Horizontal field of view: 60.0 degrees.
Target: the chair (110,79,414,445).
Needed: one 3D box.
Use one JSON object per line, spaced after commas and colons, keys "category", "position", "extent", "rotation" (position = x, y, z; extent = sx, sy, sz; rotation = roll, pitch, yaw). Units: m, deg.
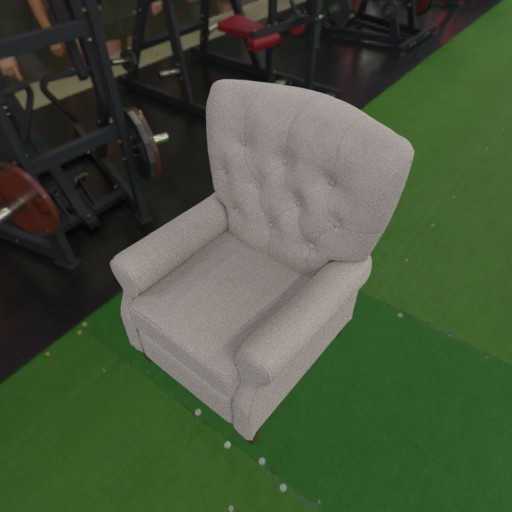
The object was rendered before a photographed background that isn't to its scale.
{"category": "chair", "position": [0.000, 0.000, 1.944], "extent": [0.942, 1.209, 1.025], "rotation": [30, 51, 27]}
